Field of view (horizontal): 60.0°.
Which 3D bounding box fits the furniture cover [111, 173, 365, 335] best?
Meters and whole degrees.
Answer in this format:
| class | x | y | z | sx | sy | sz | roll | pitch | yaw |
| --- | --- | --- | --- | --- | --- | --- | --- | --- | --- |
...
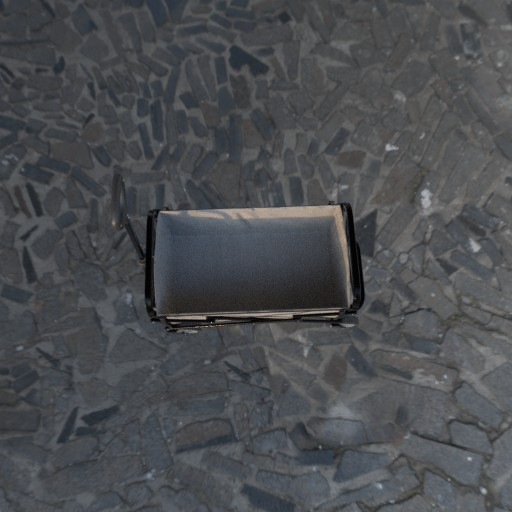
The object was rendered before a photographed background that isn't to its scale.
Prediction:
| class | x | y | z | sx | sy | sz | roll | pitch | yaw |
| --- | --- | --- | --- | --- | --- | --- | --- | --- | --- |
| furniture cover | 0.000 | 0.000 | 1.791 | 1.038 | 1.295 | 0.532 | -2 | 75 | -1 |
